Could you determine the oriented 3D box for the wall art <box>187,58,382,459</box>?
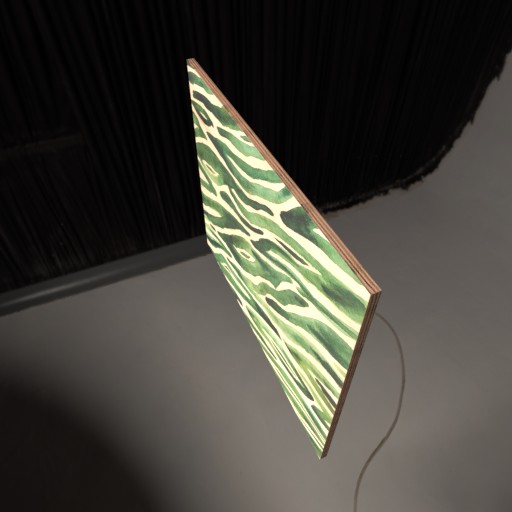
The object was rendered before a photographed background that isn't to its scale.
[{"bbox_3d":[0.000,0.000,0.686,0.012,0.408,0.508,-18,50,-16],"label":"wall art"}]
